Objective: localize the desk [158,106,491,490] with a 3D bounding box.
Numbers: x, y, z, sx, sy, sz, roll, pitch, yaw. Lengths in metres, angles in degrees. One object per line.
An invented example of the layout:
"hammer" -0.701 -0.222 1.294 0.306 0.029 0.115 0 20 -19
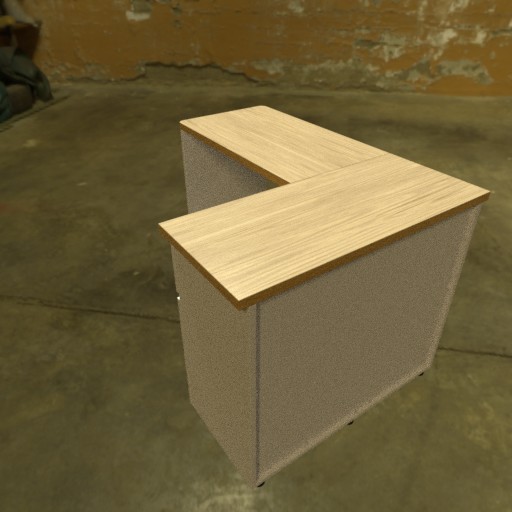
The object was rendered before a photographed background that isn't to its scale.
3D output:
"desk" 0.000 0.000 1.722 0.900 0.760 1.170 -21 39 -28
